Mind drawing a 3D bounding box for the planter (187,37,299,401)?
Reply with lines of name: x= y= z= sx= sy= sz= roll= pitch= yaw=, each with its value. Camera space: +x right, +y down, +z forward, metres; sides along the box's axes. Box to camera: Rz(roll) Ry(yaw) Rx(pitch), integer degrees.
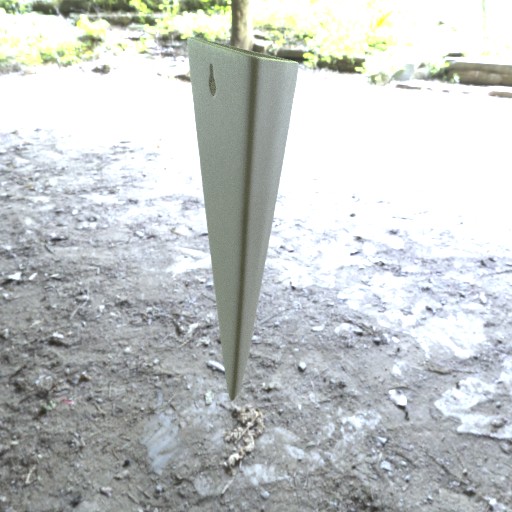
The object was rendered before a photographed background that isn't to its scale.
planter: x=0.000 y=0.000 z=0.389 sx=0.065 sy=0.338 sz=0.143 roll=-12 pitch=33 yaw=-19
